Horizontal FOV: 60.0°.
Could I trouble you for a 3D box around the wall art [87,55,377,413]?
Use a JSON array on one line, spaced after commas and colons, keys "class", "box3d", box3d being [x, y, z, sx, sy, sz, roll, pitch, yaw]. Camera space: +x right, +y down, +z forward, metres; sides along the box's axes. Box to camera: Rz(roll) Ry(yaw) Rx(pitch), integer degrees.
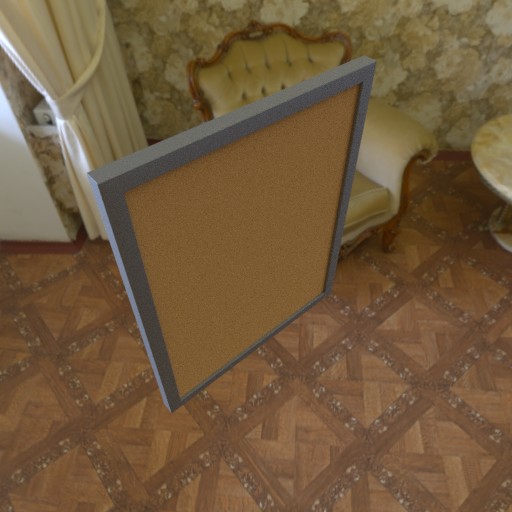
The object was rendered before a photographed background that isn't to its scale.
[{"class": "wall art", "box3d": [0.000, 0.000, 0.772, 0.458, 0.558, 0.029, -32, 55, -27]}]
